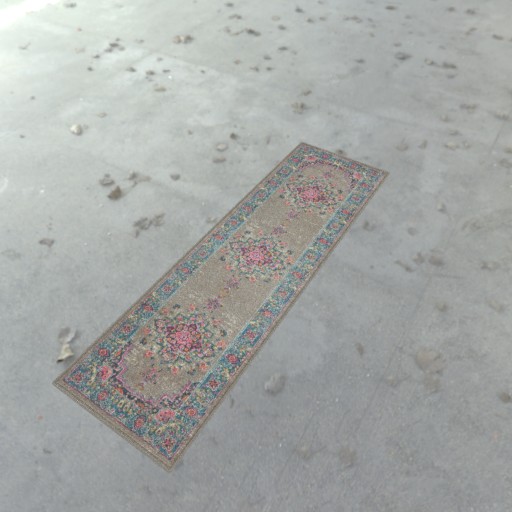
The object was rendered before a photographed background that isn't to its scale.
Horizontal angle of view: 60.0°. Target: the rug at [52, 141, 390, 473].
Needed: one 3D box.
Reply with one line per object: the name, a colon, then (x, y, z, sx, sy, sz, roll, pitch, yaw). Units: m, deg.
rug: (0.000, 0.000, 1.992, 0.553, 0.012, 1.827, 26, 52, 22)
